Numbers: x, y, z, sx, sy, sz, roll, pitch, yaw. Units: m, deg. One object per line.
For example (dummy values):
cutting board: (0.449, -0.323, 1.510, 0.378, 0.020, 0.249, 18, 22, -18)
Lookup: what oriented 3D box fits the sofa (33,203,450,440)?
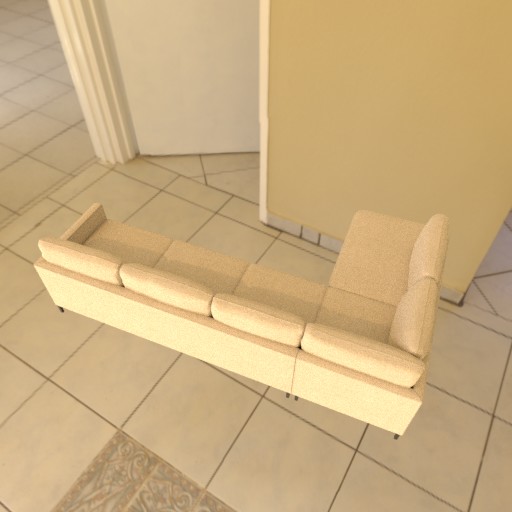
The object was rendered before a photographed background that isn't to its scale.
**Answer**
sofa: (0.000, 0.000, 4.256, 3.384, 0.996, 2.048, 17, 50, 15)
